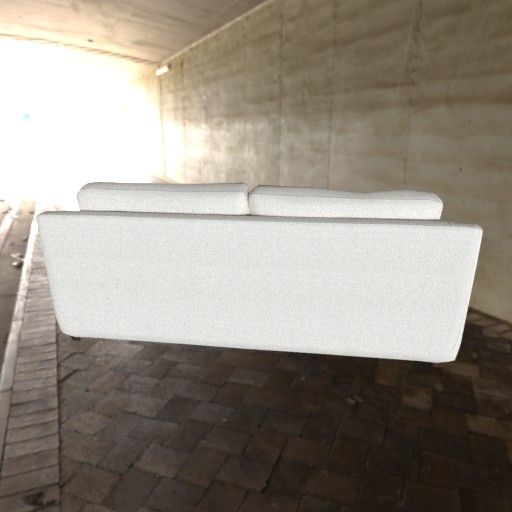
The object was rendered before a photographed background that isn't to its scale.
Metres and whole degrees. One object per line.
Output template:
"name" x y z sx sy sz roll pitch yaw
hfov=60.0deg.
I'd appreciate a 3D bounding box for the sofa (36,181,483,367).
"sofa" 0.000 0.000 2.963 2.470 1.022 1.009 2 16 8
